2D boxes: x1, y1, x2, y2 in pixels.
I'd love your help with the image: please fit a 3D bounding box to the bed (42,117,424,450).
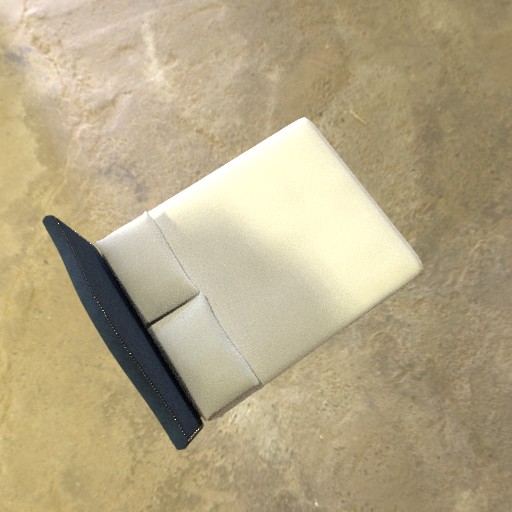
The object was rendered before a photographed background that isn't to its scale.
[{"bbox_3d":[0.000,0.000,3.297,2.153,1.518,1.713,-33,79,-8],"label":"bed"}]
